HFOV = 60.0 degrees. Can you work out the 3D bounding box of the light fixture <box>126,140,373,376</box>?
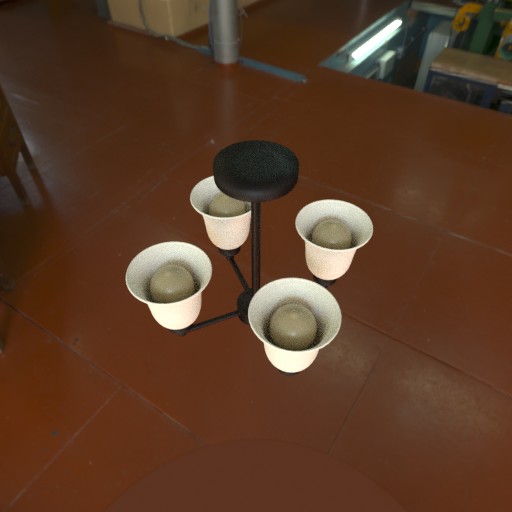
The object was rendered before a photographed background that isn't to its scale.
[{"bbox_3d":[0.000,0.000,1.872,1.069,0.925,1.069,-16,48,-15],"label":"light fixture"}]
